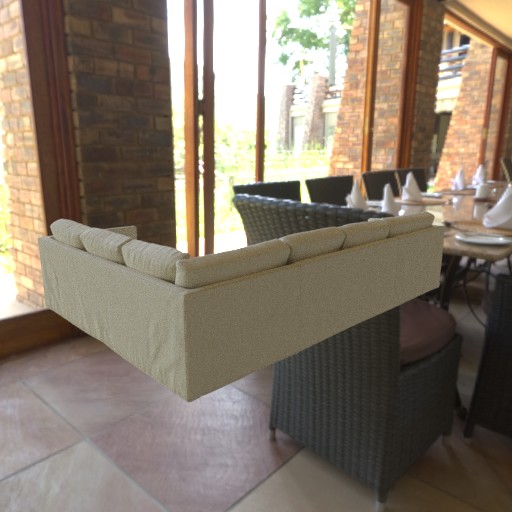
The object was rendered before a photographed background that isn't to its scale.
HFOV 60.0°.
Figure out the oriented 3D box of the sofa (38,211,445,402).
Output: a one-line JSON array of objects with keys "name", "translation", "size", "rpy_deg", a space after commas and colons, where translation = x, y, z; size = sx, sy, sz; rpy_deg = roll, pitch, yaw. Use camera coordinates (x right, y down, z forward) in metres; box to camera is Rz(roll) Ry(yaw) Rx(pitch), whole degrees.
[{"name": "sofa", "translation": [0.000, 0.000, 4.579], "size": [3.464, 0.882, 2.448], "rpy_deg": [-13, 18, -43]}]
